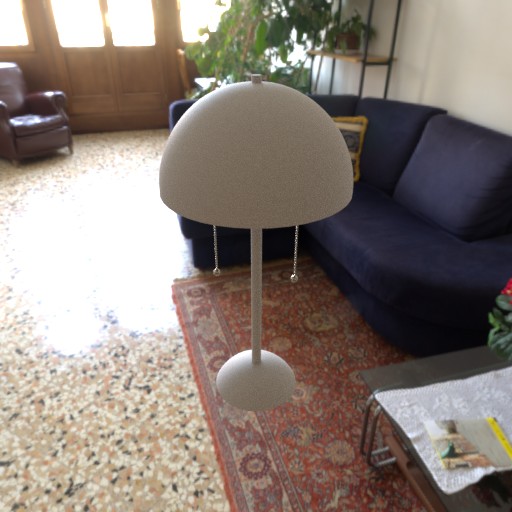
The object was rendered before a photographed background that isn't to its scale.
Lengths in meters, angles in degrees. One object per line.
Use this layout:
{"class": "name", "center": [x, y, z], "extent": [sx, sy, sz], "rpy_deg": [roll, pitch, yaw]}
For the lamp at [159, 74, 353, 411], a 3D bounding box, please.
{"class": "lamp", "center": [0.000, 0.000, 0.434], "extent": [0.171, 0.330, 0.171], "rpy_deg": [0, 29, 0]}
